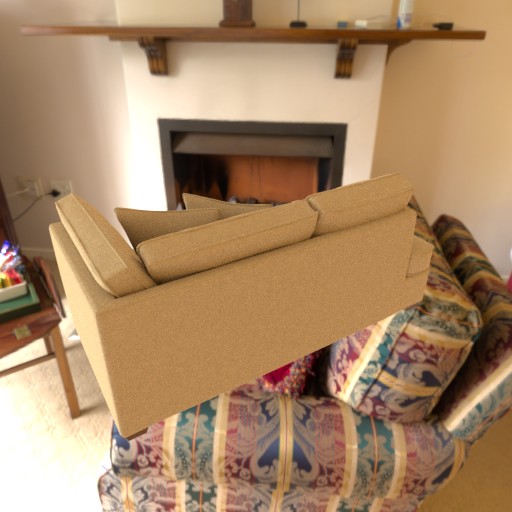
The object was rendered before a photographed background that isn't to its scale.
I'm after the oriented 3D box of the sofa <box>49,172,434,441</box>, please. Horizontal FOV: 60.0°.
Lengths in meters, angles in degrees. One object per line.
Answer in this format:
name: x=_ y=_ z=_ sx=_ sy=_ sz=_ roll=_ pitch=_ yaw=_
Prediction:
sofa: x=0.000 y=0.000 z=2.877 sx=2.237 sy=1.033 sz=1.110 roll=-17 pitch=33 yaw=-28
